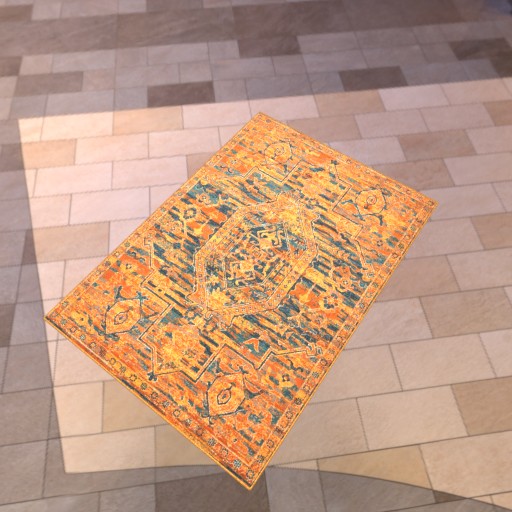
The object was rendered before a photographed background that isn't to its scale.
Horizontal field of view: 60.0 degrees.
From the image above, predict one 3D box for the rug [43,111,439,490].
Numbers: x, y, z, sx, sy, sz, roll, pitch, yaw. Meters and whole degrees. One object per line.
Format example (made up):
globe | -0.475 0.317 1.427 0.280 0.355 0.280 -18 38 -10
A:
rug | 0.000 0.000 3.790 2.043 0.019 2.916 32 65 17
